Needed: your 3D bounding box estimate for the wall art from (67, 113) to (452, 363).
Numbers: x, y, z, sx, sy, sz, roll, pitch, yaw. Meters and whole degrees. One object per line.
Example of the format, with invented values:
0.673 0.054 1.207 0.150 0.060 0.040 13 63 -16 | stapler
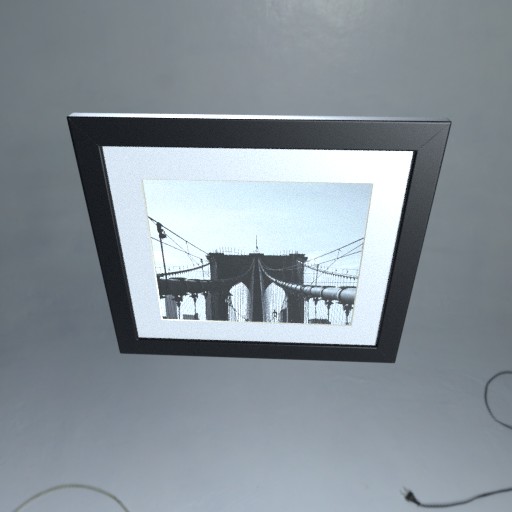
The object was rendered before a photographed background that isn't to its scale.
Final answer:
0.000 0.000 0.726 0.521 0.450 0.018 1 32 2 | wall art
